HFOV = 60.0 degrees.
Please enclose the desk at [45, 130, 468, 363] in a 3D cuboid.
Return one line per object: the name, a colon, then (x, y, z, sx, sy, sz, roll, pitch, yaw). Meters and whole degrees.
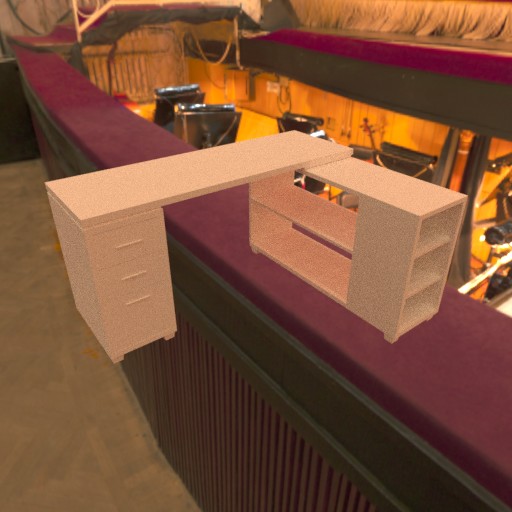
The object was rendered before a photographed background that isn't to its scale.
desk: (0.000, 0.000, 2.208, 1.524, 0.759, 1.199, -21, 36, -31)
